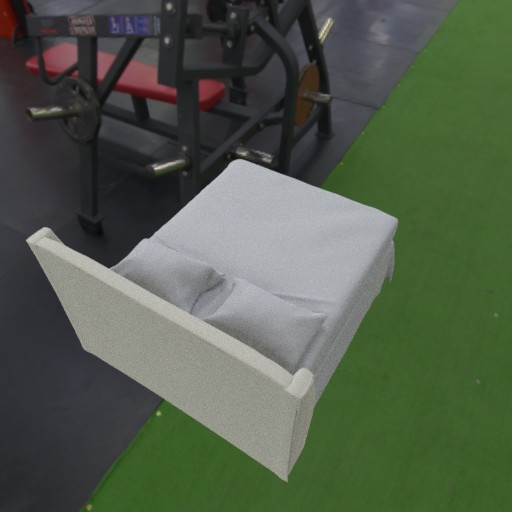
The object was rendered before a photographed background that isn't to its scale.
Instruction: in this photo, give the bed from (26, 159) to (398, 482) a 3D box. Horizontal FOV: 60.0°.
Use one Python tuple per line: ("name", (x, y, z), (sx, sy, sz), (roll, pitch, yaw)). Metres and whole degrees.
("bed", (0.000, 0.000, 3.460), (1.925, 1.332, 2.276), (25, 53, 21))
